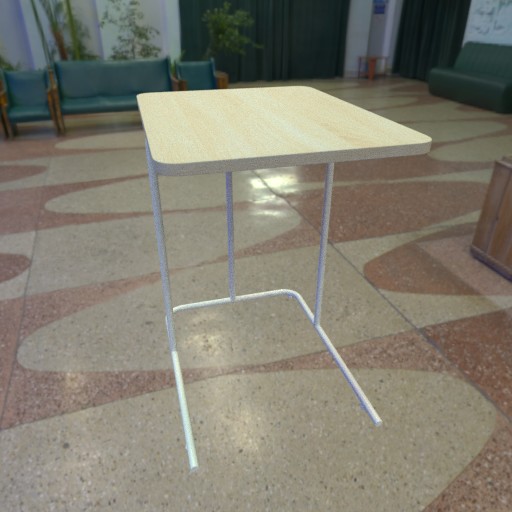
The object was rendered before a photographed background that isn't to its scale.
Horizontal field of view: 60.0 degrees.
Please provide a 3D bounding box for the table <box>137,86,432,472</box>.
[{"bbox_3d":[0.000,0.000,0.873,0.370,0.550,0.480,-8,30,-14],"label":"table"}]
